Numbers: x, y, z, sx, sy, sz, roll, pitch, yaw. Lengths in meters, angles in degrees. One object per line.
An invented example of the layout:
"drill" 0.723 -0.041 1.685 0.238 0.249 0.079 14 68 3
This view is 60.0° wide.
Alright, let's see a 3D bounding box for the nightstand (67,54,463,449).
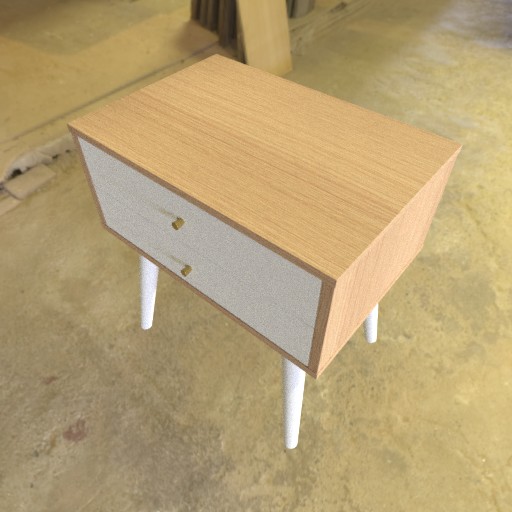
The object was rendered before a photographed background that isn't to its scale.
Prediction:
"nightstand" 0.000 0.000 0.989 0.571 0.610 0.407 31 54 26
